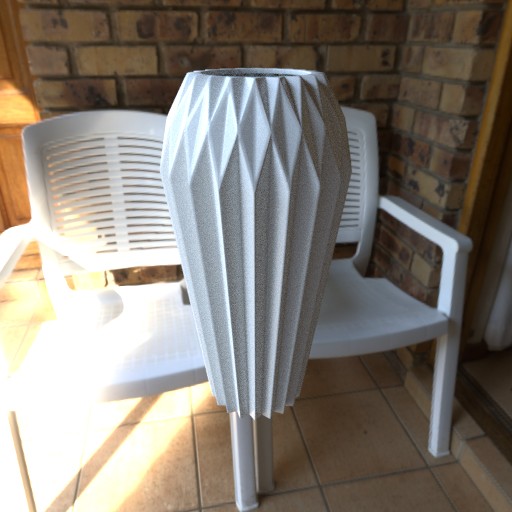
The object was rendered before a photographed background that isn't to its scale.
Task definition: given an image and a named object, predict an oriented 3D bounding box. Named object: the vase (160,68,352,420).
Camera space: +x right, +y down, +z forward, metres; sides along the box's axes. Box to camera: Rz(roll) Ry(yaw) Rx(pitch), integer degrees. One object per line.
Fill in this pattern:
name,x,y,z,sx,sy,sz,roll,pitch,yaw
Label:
vase,0.000,0.000,0.343,0.133,0.263,0.133,0,26,0
